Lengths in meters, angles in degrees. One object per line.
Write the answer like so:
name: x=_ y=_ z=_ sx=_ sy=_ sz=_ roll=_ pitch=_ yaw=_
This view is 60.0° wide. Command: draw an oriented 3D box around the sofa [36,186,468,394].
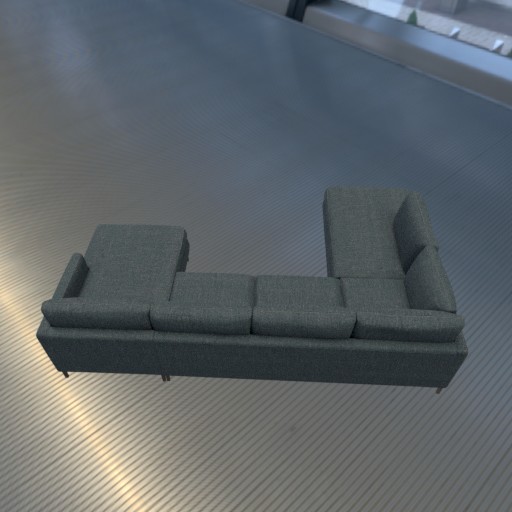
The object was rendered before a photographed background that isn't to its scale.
sofa: x=0.000 y=0.000 z=3.499 sx=2.737 sy=0.753 sz=1.879 roll=2 pitch=46 yaw=2
